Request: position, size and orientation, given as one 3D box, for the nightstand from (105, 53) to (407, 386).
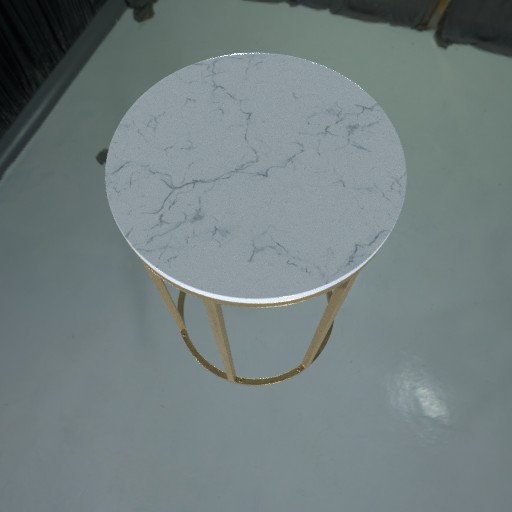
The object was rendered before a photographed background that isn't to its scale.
[{"bbox_3d":[0.000,0.000,0.869,0.400,0.610,0.400,15,66,7],"label":"nightstand"}]
